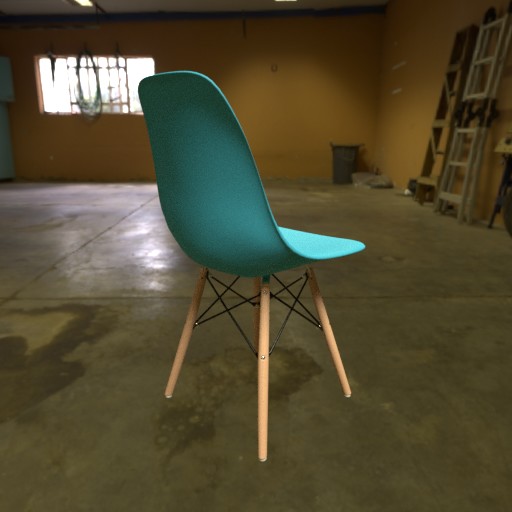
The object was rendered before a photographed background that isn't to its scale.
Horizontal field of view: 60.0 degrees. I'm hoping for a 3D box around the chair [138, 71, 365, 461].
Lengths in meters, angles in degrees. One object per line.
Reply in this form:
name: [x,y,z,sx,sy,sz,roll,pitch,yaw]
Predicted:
chair: [0.000,0.000,1.140,0.470,0.826,0.531,14,21,42]
